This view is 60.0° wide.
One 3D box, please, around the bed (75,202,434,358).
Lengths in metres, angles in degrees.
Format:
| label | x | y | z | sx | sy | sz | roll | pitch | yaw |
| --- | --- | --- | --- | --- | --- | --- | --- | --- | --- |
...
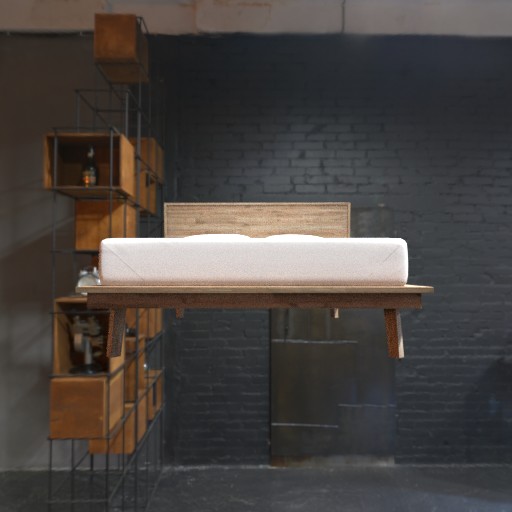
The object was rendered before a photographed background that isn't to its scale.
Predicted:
| label | x | y | z | sx | sy | sz | roll | pitch | yaw |
| --- | --- | --- | --- | --- | --- | --- | --- | --- | --- |
| bed | 0.000 | 0.000 | 3.166 | 1.759 | 1.071 | 2.145 | 0 | -2 | 1 |
